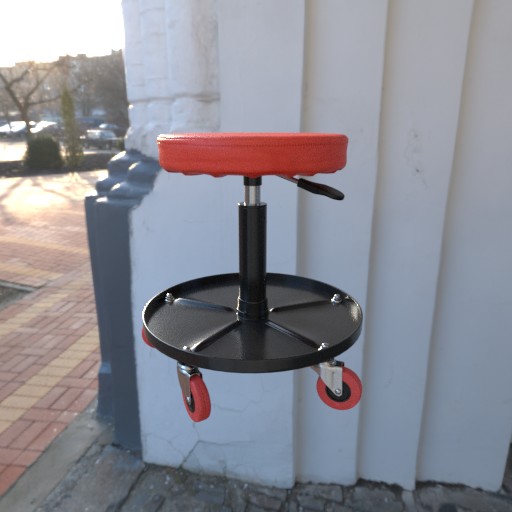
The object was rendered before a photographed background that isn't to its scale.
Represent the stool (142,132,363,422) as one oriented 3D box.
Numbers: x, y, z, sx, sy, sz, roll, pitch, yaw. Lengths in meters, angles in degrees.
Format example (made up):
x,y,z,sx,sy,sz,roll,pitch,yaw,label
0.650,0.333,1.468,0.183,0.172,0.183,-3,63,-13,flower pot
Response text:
x,y,z,sx,sy,sz,roll,pitch,yaw,label
0.000,0.000,0.687,0.382,0.365,0.381,9,18,27,stool
